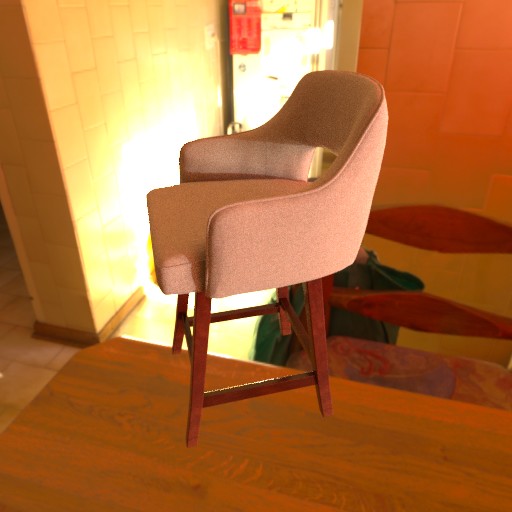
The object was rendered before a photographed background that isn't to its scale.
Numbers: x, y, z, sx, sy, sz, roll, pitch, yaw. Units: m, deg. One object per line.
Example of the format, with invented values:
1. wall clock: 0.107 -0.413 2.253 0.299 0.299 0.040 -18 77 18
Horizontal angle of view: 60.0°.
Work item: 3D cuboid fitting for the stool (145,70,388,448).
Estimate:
1. stool: 0.000 0.000 1.246 0.560 0.936 0.550 -8 30 -13
